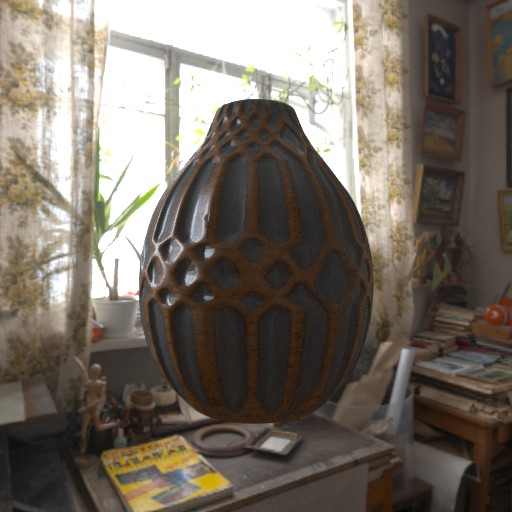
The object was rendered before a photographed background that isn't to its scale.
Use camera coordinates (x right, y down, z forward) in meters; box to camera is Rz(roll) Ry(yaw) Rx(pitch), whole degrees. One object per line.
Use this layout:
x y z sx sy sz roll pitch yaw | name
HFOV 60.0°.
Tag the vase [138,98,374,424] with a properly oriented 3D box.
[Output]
0.000 0.000 0.134 0.069 0.088 0.069 0 1 0 | vase
